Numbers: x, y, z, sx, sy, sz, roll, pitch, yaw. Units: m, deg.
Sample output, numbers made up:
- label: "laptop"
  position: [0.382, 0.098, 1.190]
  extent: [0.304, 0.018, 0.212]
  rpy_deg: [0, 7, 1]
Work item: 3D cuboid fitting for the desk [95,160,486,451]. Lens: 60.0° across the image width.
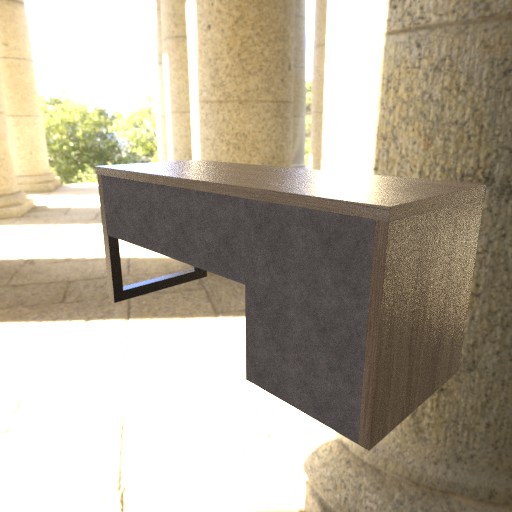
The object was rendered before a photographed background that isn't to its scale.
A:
- label: "desk"
  position: [0.000, 0.000, 2.061]
  extent: [0.690, 0.760, 1.700]
  rpy_deg: [-15, 22, -42]
